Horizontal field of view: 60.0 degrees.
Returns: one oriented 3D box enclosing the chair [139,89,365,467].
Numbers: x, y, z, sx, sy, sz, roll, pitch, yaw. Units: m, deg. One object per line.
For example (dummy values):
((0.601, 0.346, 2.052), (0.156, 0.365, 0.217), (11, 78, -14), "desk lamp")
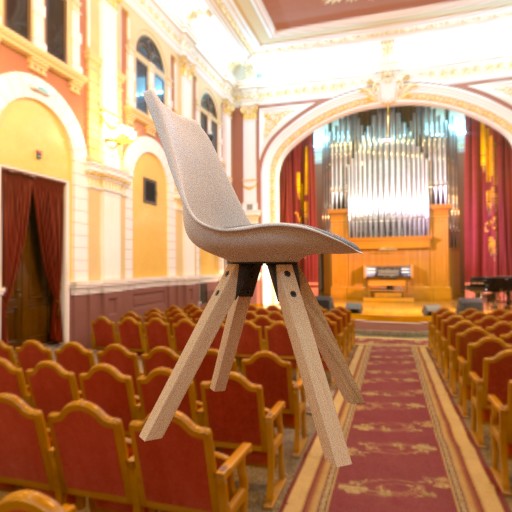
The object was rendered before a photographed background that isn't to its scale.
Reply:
((0.000, 0.000, 1.168), (0.550, 0.850, 0.485), (0, -1, 17), "chair")
